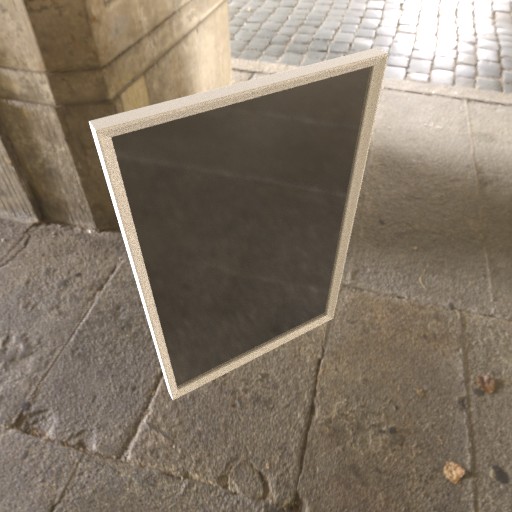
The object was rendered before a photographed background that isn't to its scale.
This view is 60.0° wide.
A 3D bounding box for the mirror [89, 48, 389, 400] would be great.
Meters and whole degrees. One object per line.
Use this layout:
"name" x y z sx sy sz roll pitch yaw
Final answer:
"mirror" 0.000 0.000 1.144 0.609 0.915 0.041 -23 50 -21
